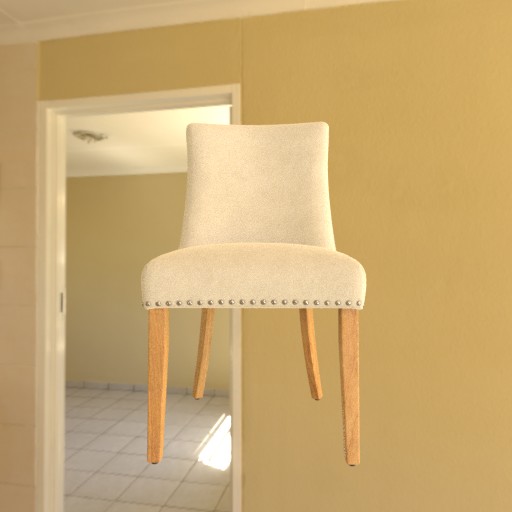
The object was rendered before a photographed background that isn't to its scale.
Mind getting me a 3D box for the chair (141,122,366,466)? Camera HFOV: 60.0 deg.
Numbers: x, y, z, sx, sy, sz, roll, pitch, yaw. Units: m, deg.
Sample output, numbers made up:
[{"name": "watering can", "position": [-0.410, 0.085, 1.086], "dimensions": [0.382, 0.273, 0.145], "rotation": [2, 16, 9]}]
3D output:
[{"name": "chair", "position": [0.000, 0.000, 1.235], "dimensions": [0.495, 0.902, 0.610], "rotation": [0, -1, 1]}]
